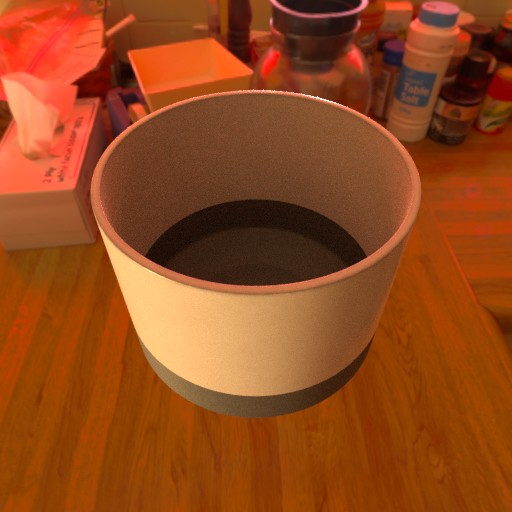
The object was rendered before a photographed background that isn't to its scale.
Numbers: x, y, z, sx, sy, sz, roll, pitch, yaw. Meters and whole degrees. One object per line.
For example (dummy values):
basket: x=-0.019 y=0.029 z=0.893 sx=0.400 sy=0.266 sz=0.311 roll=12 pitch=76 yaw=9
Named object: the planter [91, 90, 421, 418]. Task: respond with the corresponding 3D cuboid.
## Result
planter: x=0.000 y=0.000 z=0.216 sx=0.128 sy=0.105 sz=0.128 roll=0 pitch=47 yaw=0
